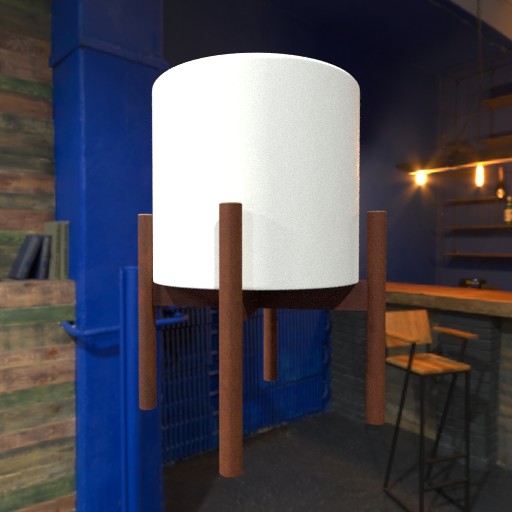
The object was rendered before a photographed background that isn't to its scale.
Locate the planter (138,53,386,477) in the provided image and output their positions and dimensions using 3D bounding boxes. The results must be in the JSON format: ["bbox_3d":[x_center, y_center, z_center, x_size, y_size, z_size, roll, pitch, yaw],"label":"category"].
[{"bbox_3d":[0.000,0.000,0.496,0.224,0.358,0.224,-1,2,-36],"label":"planter"}]
